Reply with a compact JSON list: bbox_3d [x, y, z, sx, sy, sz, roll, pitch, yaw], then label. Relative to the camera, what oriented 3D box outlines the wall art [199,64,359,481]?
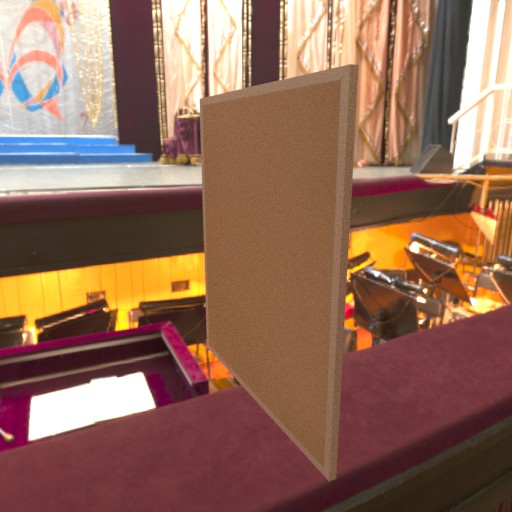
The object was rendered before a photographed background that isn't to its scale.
[{"bbox_3d":[0.000,0.000,0.775,0.012,0.557,0.482,-7,16,-26],"label":"wall art"}]
